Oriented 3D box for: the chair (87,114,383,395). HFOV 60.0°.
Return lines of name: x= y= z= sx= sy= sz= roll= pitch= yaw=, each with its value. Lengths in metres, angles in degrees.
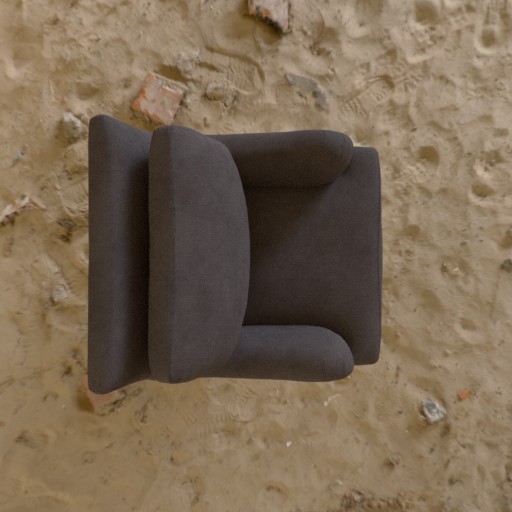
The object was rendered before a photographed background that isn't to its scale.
chair: x=0.000 y=0.000 z=1.827 sx=1.070 sy=0.997 sz=0.955 roll=0 pitch=89 yaw=-1
